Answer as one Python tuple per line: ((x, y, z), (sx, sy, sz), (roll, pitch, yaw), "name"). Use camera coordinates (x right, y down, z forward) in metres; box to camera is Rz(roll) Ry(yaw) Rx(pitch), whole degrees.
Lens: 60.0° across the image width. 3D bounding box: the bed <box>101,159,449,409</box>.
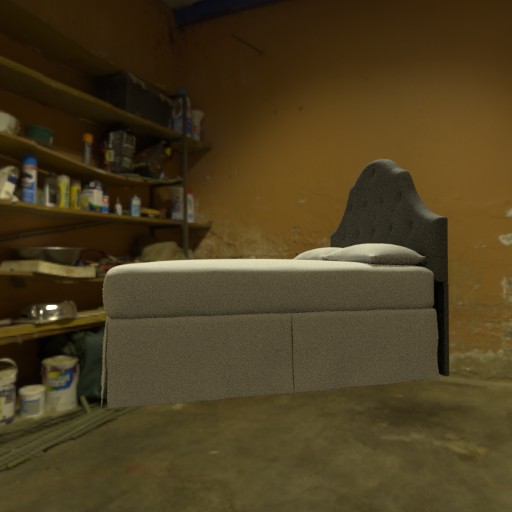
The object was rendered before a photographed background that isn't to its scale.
((0.000, 0.000, 3.296), (2.155, 1.575, 1.636), (0, -1, -17), "bed")
